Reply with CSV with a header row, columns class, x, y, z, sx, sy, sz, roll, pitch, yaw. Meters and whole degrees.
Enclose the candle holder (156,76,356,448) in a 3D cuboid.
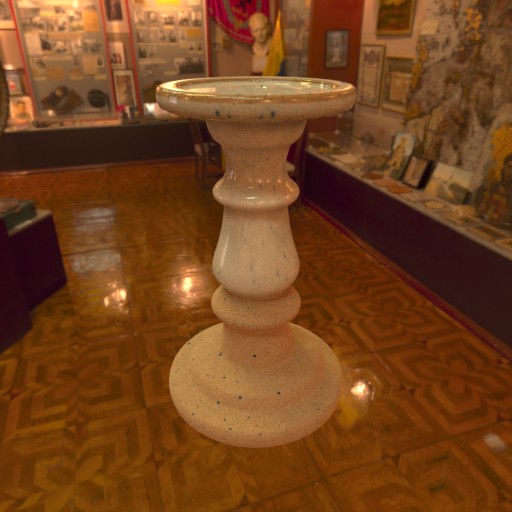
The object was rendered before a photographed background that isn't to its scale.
class,x,y,z,sx,sy,sz,roll,pitch,yaw
candle holder,0.000,0.000,0.277,0.123,0.202,0.123,0,26,0
